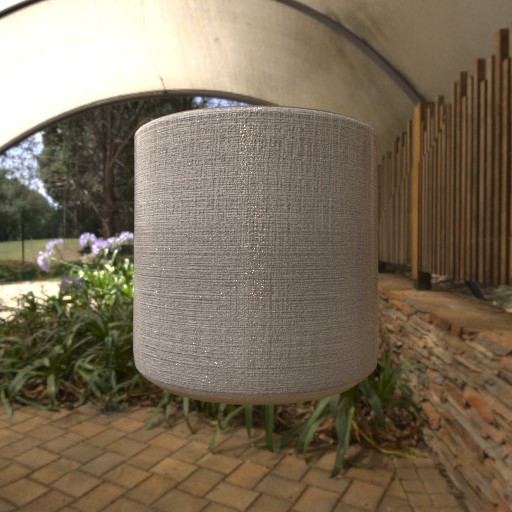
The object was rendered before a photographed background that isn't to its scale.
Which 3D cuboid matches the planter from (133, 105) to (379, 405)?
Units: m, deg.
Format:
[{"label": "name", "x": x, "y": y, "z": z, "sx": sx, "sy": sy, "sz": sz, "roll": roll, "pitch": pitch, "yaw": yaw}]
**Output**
[{"label": "planter", "x": 0.000, "y": 0.000, "z": 0.299, "sx": 0.160, "sy": 0.156, "sz": 0.160, "roll": 0, "pitch": 1, "yaw": 0}]
